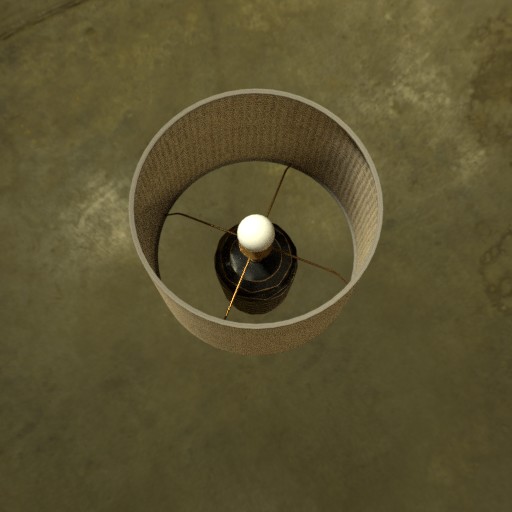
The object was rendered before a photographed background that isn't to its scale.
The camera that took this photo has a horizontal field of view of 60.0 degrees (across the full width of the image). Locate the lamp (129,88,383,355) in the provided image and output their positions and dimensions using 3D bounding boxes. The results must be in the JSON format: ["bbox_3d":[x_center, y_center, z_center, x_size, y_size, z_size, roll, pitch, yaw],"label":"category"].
[{"bbox_3d":[0.000,0.000,0.853,0.376,0.594,0.376,0,76,0],"label":"lamp"}]
